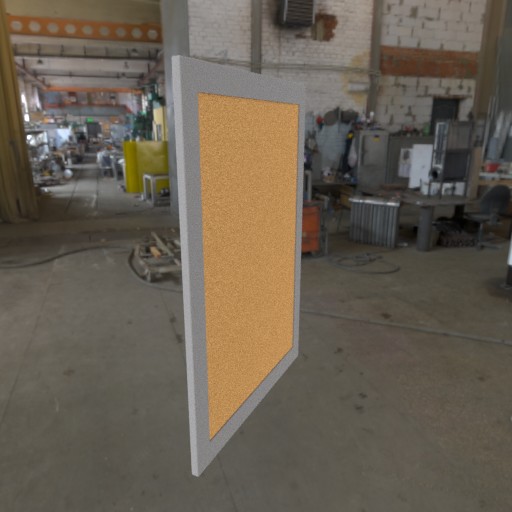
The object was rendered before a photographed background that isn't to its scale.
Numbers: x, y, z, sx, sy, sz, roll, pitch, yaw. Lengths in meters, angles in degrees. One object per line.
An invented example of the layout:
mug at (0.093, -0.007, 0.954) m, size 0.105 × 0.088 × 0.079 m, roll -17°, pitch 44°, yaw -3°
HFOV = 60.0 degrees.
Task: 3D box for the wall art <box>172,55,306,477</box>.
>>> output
wall art at (0.000, 0.000, 0.693) m, size 0.012 × 0.529 × 0.374 m, roll 8°, pitch 18°, yaw 25°
